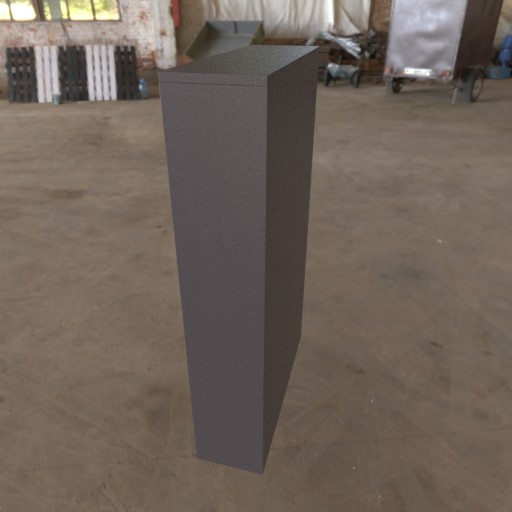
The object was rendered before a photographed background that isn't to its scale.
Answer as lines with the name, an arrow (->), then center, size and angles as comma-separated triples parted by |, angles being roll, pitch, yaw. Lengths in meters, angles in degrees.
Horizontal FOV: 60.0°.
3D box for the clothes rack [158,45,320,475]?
clothes rack -> 0.000, 0.000, 1.549 | 0.250, 1.280, 0.750 | 8, 30, 13
